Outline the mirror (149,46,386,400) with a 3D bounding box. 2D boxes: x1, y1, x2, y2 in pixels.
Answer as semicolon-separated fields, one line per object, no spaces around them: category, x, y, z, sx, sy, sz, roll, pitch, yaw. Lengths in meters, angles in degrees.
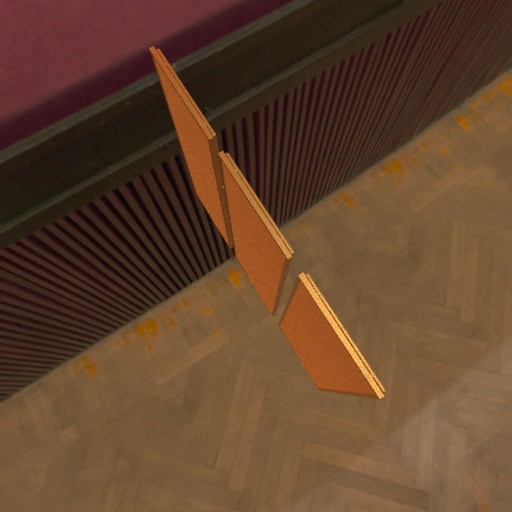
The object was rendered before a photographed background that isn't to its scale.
mirror;0.000;0.000;1.473;0.023;0.926;1.011;-31;77;-8
